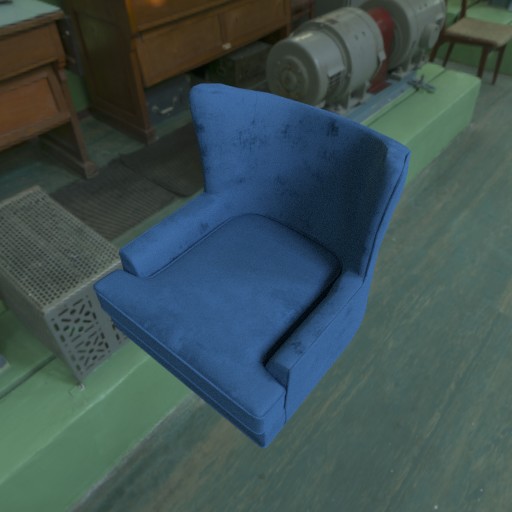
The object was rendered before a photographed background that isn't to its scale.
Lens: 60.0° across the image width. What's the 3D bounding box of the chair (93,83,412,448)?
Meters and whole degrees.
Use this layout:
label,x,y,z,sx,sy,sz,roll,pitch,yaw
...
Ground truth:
label,x,y,z,sx,sy,sz,roll,pitch,yaw
chair,0.000,0.000,1.602,0.793,0.952,0.910,30,53,26
